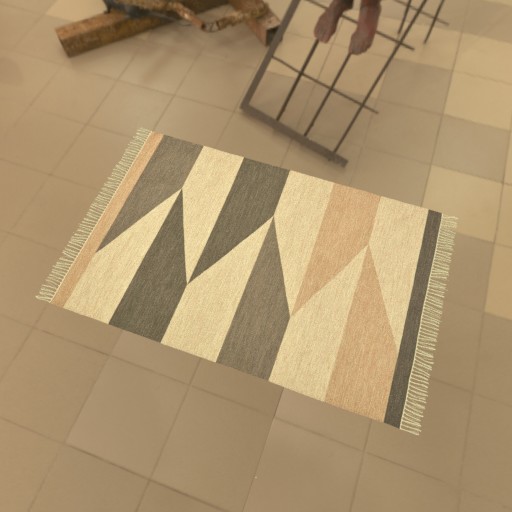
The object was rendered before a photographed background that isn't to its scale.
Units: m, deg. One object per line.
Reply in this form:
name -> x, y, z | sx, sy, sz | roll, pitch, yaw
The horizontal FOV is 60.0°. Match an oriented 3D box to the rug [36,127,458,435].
rug -> 0.000, 0.000, 2.407 | 2.021, 0.027, 1.224 | 18, 65, 9
